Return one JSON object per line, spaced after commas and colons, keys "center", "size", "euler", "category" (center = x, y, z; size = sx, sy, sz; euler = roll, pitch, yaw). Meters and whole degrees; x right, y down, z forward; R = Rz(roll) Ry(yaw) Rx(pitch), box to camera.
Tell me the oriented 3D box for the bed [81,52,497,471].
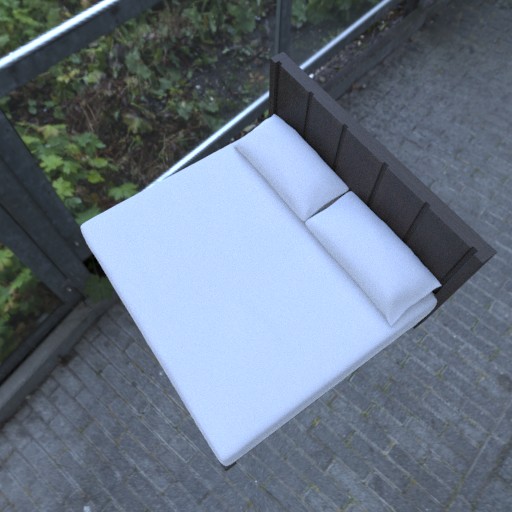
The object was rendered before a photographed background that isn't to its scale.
{"center": [0.000, 0.000, 3.336], "size": [2.012, 1.270, 2.134], "euler": [-32, 67, -15], "category": "bed"}
